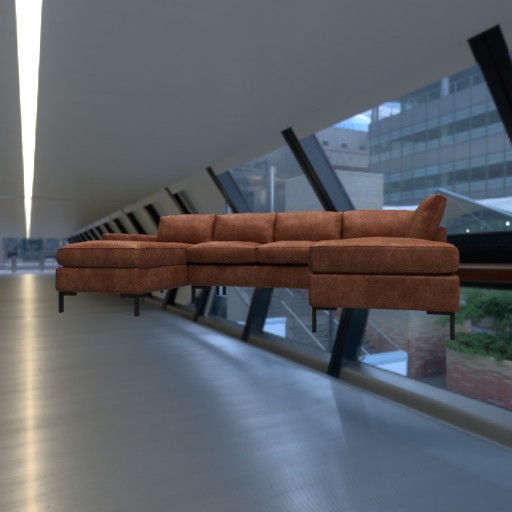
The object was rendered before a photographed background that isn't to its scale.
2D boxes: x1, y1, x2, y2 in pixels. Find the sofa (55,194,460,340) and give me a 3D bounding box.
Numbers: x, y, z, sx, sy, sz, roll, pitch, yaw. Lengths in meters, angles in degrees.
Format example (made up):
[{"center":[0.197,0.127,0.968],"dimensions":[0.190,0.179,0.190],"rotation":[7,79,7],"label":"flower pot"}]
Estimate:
[{"center":[0.000,0.000,3.789],"dimensions":[2.956,0.900,1.939],"rotation":[0,1,17],"label":"sofa"}]
